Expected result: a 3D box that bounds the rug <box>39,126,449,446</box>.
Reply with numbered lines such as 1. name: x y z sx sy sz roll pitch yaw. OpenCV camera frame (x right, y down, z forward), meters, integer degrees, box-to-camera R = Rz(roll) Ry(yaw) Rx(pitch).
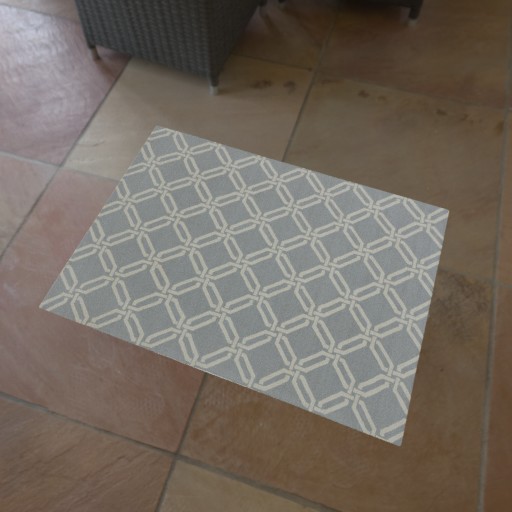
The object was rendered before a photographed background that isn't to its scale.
1. rug: 0.000 0.000 2.736 2.133 0.013 1.522 18 64 9
